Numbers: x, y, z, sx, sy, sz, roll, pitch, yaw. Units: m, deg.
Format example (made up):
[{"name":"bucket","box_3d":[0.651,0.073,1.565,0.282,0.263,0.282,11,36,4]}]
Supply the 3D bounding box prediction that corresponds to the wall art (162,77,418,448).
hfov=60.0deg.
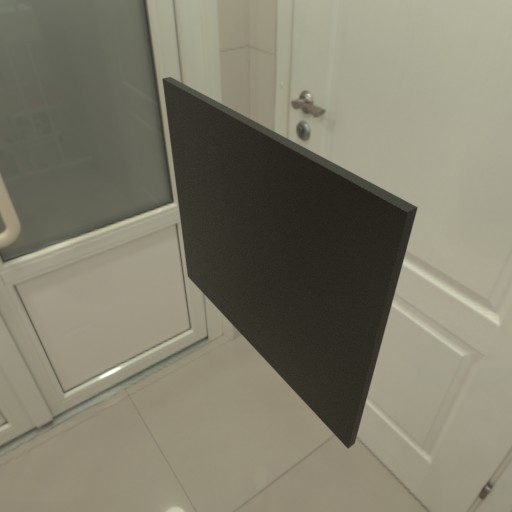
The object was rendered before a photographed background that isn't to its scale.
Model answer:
[{"name":"wall art","box_3d":[0.000,0.000,0.543,0.012,0.332,0.383,-25,45,-28]}]
